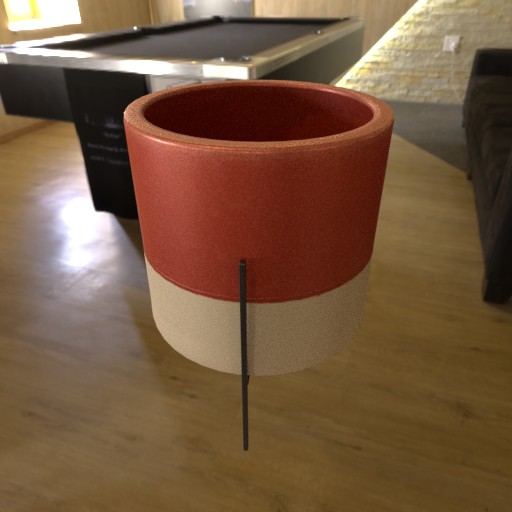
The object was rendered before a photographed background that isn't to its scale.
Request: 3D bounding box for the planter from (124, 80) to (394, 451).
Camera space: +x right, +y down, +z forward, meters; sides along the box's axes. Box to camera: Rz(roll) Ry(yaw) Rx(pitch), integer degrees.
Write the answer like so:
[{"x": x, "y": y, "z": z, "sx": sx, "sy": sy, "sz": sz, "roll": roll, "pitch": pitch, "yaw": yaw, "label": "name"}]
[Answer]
[{"x": 0.000, "y": 0.000, "z": 0.700, "sx": 0.354, "sy": 0.465, "sz": 0.345, "roll": 21, "pitch": 38, "yaw": 30, "label": "planter"}]
